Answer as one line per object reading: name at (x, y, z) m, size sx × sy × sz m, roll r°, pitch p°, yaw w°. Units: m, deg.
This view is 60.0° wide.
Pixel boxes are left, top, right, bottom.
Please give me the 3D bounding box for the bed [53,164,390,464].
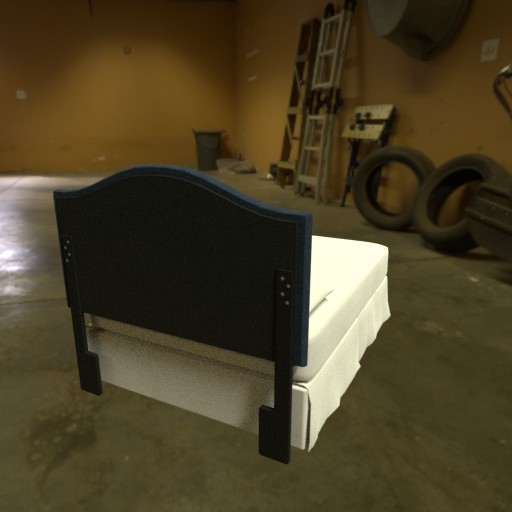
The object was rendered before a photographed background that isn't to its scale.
bed at (0.000, 0.000, 3.348) m, size 1.713 × 1.518 × 2.153 m, roll 8°, pitch 19°, yaw 26°
